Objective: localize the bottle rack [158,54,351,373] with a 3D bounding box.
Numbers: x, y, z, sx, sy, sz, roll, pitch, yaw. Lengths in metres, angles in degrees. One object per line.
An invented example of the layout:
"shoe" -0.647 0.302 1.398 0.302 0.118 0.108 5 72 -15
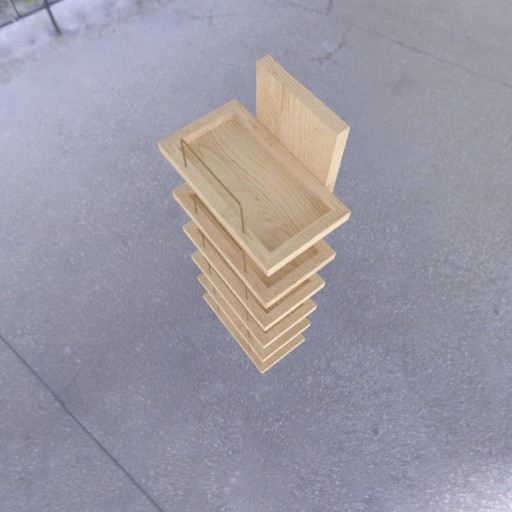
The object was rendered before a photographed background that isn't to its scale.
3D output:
"bottle rack" 0.000 0.000 1.098 0.206 0.943 0.330 -35 69 -16
